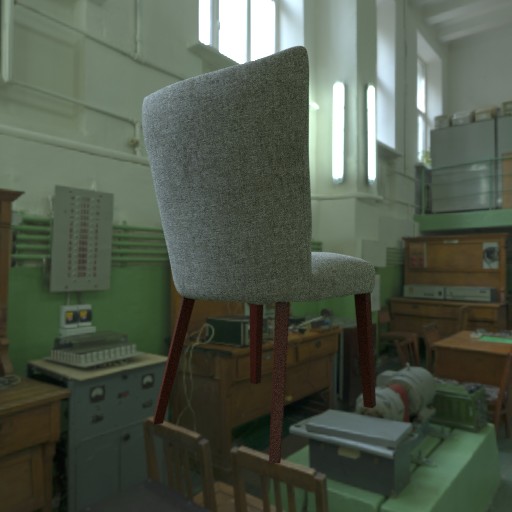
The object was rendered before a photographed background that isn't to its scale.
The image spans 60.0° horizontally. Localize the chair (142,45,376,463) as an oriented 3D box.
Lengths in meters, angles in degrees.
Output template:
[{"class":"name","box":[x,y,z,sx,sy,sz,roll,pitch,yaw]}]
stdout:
[{"class":"chair","box":[0.000,0.000,1.269,0.535,0.924,0.623,0,-1,37]}]
